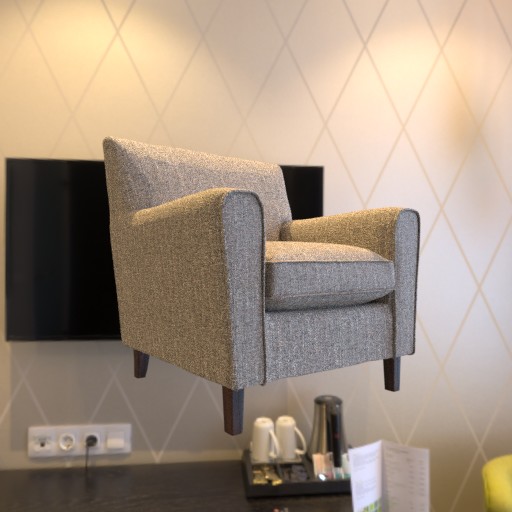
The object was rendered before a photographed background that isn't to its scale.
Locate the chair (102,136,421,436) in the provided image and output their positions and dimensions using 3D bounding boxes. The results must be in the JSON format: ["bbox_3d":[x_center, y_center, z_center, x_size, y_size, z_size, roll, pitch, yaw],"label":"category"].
[{"bbox_3d":[0.000,0.000,1.624,0.864,0.928,0.873,1,-1,-36],"label":"chair"}]
